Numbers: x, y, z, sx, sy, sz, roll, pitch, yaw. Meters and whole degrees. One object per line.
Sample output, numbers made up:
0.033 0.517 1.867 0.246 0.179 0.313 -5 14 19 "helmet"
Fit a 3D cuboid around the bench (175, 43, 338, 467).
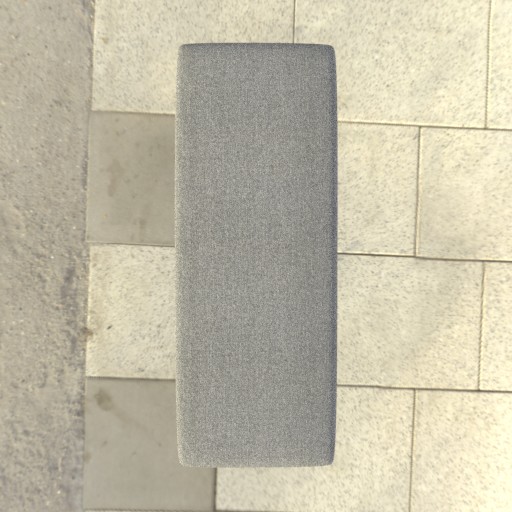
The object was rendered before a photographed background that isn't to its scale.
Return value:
0.000 0.000 1.826 0.631 0.384 1.598 0 91 -1 "bench"
